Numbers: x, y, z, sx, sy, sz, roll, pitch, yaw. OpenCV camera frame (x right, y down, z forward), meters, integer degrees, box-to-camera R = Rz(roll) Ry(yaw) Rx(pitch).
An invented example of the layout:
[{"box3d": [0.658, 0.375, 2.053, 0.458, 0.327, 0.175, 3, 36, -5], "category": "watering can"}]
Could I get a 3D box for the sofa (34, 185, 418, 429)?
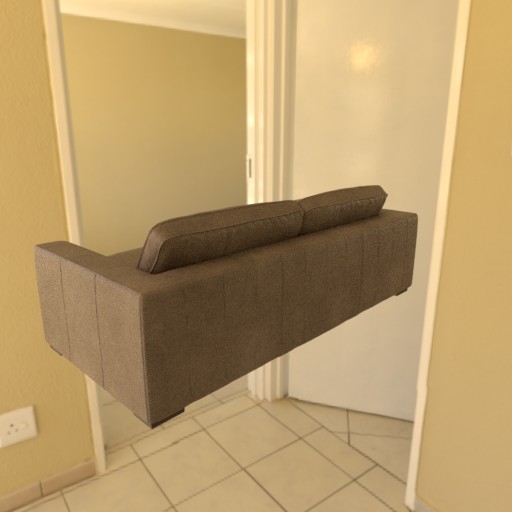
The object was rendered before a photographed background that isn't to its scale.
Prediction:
[{"box3d": [0.000, 0.000, 2.749, 1.070, 0.801, 2.262, 15, 22, 42], "category": "sofa"}]
